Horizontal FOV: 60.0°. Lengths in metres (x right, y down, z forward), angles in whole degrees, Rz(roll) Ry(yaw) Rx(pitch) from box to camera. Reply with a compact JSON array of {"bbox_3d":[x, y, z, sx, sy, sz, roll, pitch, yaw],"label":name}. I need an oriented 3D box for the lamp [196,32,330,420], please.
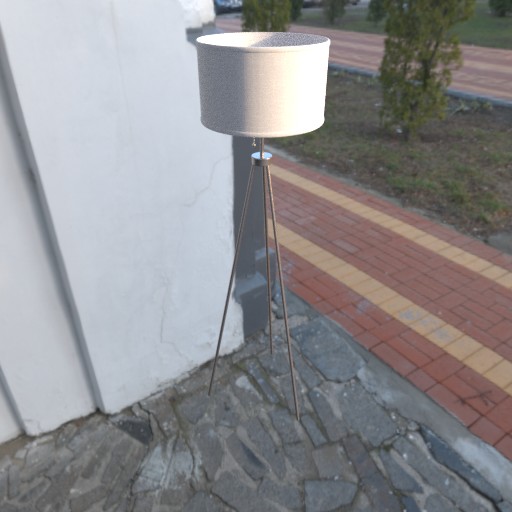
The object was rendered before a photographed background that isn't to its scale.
[{"bbox_3d":[0.000,0.000,1.749,0.458,1.545,0.448,-10,33,-15],"label":"lamp"}]
